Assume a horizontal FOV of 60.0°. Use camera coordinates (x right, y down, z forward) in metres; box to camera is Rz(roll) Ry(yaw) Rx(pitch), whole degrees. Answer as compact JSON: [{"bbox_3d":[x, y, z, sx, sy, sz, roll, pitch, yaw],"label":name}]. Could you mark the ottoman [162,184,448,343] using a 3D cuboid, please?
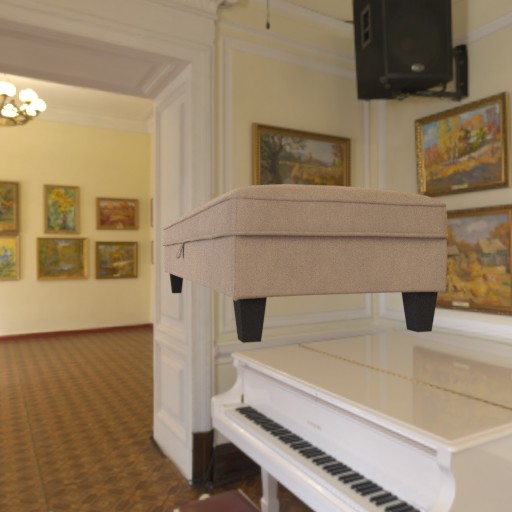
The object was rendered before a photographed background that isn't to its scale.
[{"bbox_3d":[0.000,0.000,2.049,0.735,0.460,1.726,0,0,-18],"label":"ottoman"}]
